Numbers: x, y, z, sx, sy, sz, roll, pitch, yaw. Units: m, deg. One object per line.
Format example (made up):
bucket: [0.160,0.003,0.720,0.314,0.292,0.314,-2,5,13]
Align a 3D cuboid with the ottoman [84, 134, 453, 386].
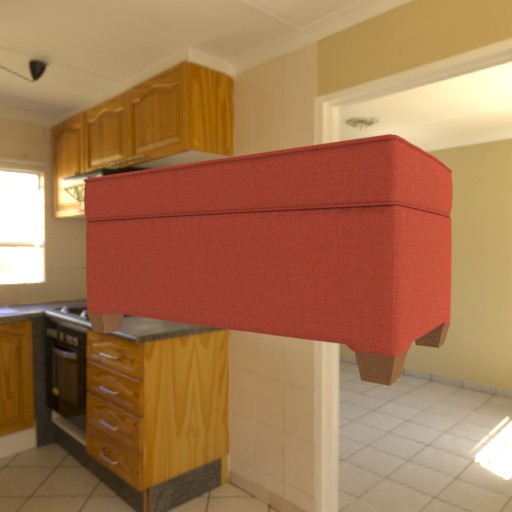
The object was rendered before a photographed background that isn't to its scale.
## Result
ottoman: [0.000,0.000,1.230,0.948,0.454,0.497,1,2,35]
